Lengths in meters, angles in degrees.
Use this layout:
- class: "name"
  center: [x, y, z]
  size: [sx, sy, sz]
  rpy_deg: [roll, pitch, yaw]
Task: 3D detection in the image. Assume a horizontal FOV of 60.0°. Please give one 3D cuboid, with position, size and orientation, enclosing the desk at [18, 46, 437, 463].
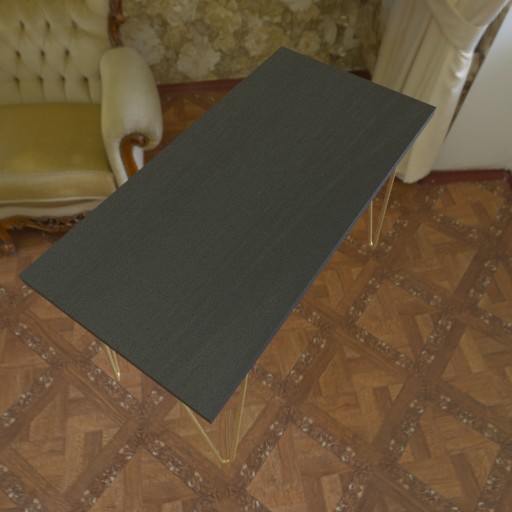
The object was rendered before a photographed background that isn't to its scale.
- class: "desk"
  center: [0.000, 0.000, 1.328]
  size: [0.499, 0.660, 0.991]
  rpy_deg: [30, 62, 18]
